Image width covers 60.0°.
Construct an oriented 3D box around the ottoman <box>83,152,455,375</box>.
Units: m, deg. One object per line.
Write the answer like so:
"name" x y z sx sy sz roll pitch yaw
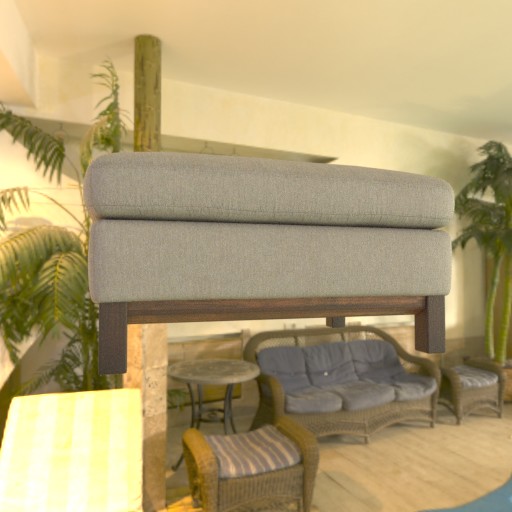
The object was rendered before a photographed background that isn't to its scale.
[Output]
"ottoman" 0.000 0.000 1.036 0.735 0.404 0.528 1 -2 -17
